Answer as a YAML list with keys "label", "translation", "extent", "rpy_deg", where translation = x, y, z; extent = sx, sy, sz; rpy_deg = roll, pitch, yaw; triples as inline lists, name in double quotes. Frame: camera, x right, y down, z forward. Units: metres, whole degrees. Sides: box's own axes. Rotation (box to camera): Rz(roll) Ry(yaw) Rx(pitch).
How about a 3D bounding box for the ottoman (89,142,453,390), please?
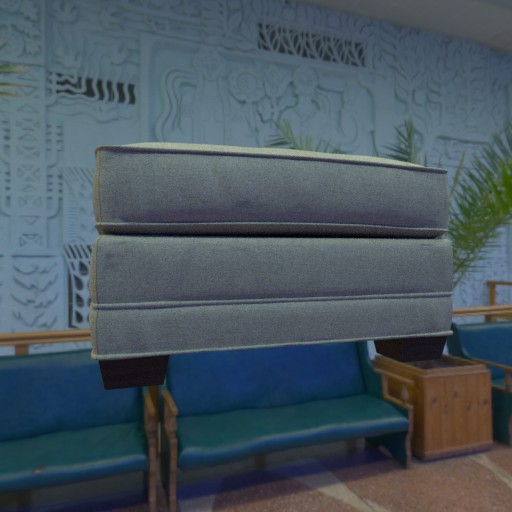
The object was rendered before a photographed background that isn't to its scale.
- label: "ottoman"
  translation: [0.000, 0.000, 1.219]
  extent: [0.848, 0.508, 0.611]
  rpy_deg: [0, 0, -18]
